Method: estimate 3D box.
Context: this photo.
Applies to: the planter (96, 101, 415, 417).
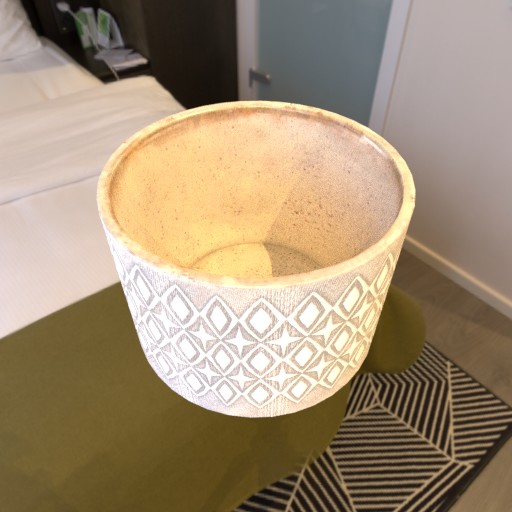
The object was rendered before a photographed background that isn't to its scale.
[{"bbox_3d":[0.000,0.000,0.316,0.186,0.144,0.186,0,45,0],"label":"planter"}]
